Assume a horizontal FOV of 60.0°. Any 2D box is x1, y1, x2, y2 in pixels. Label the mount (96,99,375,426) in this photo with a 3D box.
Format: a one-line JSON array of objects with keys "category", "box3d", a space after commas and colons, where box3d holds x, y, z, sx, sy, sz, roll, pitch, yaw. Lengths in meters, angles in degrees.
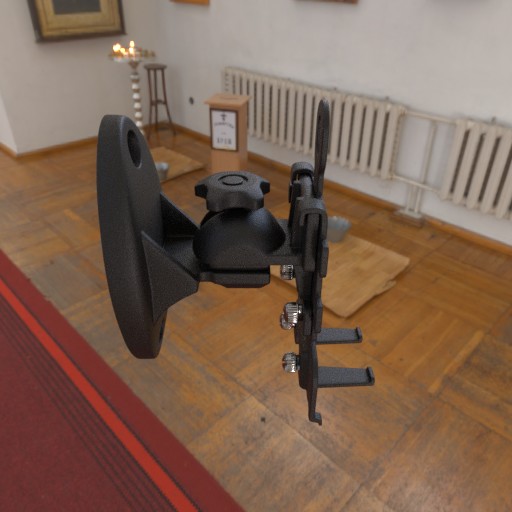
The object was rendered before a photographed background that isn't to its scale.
[{"category": "mount", "box3d": [0.000, 0.000, 0.173, 0.100, 0.118, 0.066, 0, 32, 0]}]
